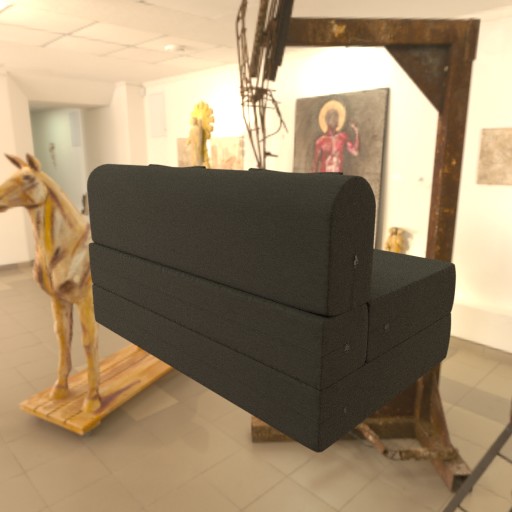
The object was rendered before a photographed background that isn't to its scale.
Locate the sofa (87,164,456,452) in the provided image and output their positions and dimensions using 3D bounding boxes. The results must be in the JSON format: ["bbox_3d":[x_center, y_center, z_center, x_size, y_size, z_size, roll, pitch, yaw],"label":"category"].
[{"bbox_3d":[0.000,0.000,1.680,0.762,0.670,1.225,-13,19,-43],"label":"sofa"}]
